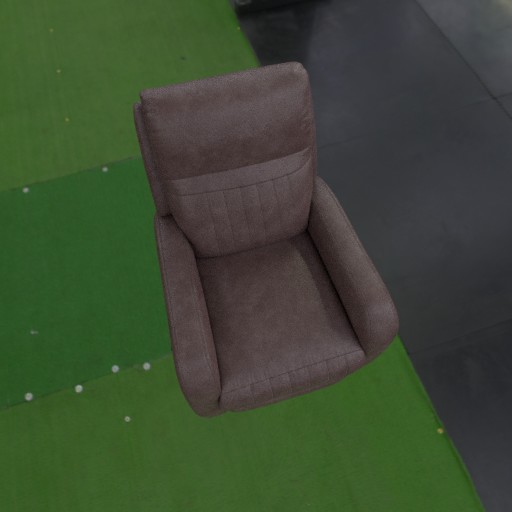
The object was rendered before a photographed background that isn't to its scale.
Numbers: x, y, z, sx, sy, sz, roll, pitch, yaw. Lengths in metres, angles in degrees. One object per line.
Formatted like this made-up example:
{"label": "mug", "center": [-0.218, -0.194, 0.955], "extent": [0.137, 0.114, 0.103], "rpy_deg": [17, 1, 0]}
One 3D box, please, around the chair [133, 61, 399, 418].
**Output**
{"label": "chair", "center": [0.000, 0.000, 1.816], "extent": [0.865, 1.067, 1.067], "rpy_deg": [-14, 64, -7]}
